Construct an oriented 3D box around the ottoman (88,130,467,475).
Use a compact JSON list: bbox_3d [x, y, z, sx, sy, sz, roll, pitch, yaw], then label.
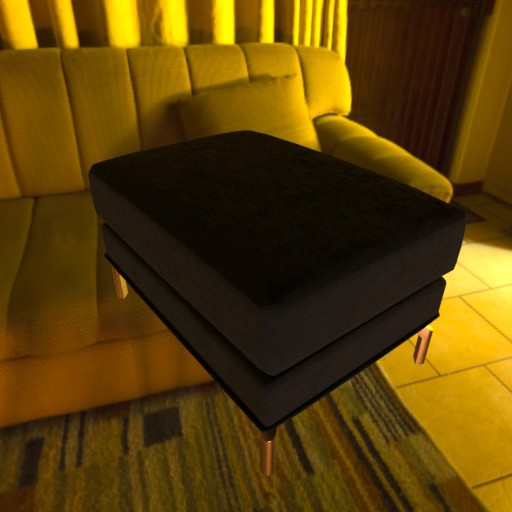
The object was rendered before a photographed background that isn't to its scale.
[{"bbox_3d":[0.000,0.000,1.217,0.587,0.498,0.835,-22,38,-31],"label":"ottoman"}]
